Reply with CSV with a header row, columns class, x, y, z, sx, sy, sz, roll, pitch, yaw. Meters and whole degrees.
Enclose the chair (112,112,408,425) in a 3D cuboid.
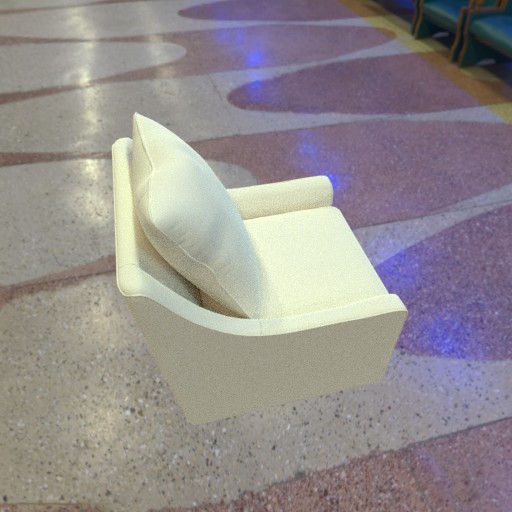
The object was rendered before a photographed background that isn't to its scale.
class,x,y,z,sx,sy,sz,roll,pitch,yaw
chair,0.000,0.000,1.639,0.876,0.965,0.756,-10,47,-10
